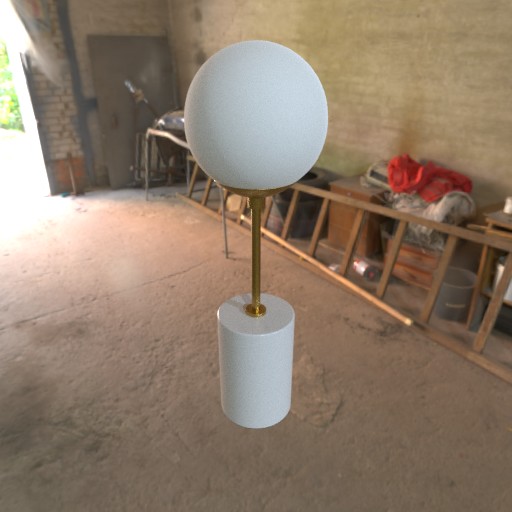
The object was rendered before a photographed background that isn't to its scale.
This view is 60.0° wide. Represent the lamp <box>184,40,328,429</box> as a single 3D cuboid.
[{"bbox_3d":[0.000,0.000,0.549,0.153,0.480,0.153,0,26,0],"label":"lamp"}]
